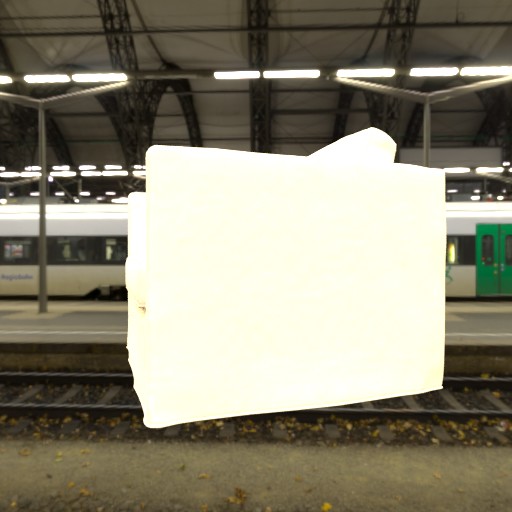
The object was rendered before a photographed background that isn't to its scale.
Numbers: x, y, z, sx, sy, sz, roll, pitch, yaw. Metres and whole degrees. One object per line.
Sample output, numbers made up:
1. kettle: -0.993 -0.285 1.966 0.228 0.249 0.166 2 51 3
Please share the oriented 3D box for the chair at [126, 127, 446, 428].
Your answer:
1. chair: 0.000 0.000 1.729 0.947 0.851 1.057 0 0 -19
